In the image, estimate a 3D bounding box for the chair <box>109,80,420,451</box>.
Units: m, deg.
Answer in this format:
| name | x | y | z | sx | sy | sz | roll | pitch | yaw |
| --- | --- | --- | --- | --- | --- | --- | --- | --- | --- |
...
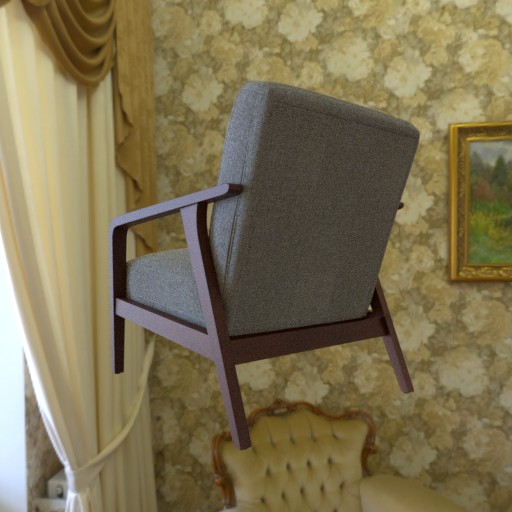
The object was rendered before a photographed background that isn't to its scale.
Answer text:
| name | x | y | z | sx | sy | sz | roll | pitch | yaw |
| --- | --- | --- | --- | --- | --- | --- | --- | --- | --- |
| chair | 0.000 | 0.000 | 1.460 | 0.704 | 0.847 | 0.858 | -1 | 1 | -38 |
